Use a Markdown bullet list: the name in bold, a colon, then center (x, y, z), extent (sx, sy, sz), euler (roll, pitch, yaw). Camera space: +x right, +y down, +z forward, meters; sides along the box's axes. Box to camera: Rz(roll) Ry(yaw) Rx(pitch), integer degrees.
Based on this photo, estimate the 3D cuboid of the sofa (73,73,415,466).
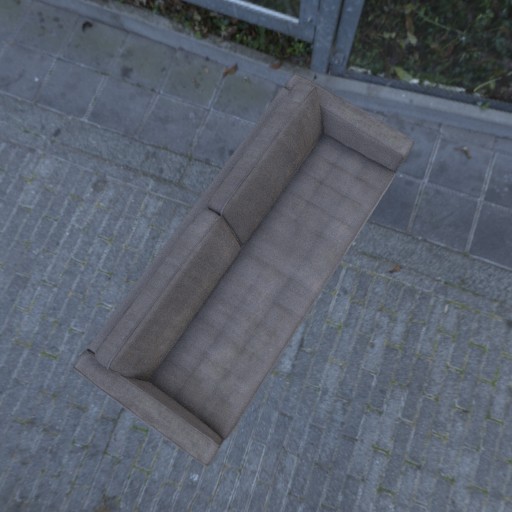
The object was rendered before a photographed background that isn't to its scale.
- **sofa**: center (0.000, 0.000, 2.743), extent (0.923, 0.813, 2.295), euler (33, 78, 8)
